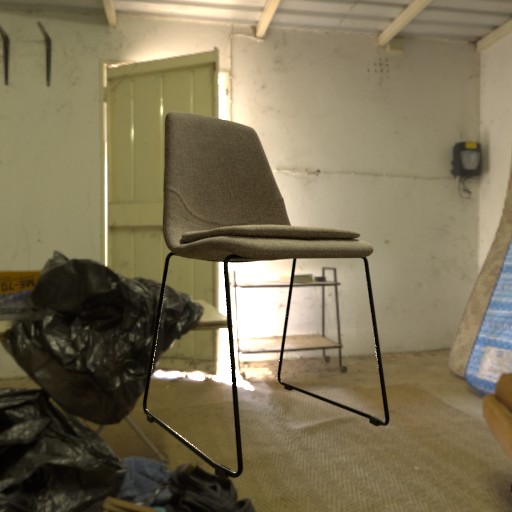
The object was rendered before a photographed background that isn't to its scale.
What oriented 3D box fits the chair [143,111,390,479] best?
[{"bbox_3d":[0.000,0.000,1.168,0.479,0.858,0.518,0,0,-35],"label":"chair"}]
